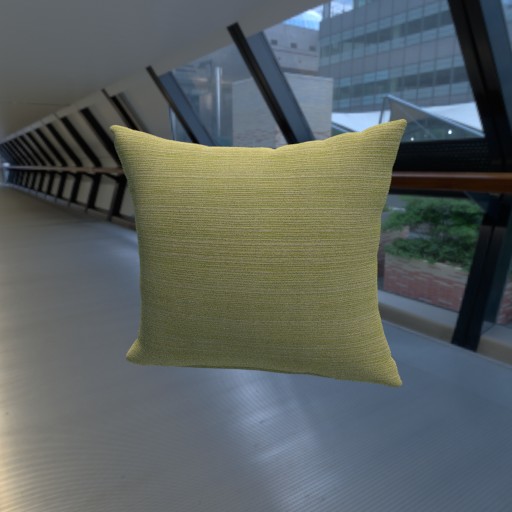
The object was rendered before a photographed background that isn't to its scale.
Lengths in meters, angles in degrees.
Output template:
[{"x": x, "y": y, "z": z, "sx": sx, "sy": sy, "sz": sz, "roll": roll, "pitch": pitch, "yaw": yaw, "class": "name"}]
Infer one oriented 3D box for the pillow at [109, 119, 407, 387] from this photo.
[{"x": 0.000, "y": 0.000, "z": 0.835, "sx": 0.560, "sy": 0.487, "sz": 0.229, "roll": 2, "pitch": 13, "yaw": 10, "class": "pillow"}]
